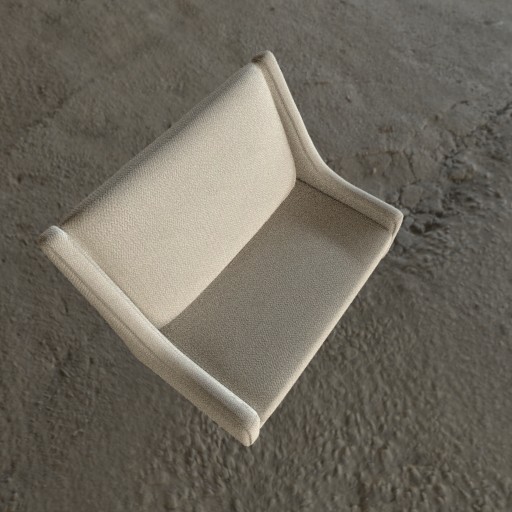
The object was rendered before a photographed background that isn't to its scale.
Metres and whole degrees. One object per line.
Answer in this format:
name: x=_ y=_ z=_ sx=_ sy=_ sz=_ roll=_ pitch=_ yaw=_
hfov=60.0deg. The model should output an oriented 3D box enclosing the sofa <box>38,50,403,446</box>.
sofa: x=0.000 y=0.000 z=1.942 sx=0.870 sy=1.022 sz=1.242 roll=33 pitch=65 yaw=18
